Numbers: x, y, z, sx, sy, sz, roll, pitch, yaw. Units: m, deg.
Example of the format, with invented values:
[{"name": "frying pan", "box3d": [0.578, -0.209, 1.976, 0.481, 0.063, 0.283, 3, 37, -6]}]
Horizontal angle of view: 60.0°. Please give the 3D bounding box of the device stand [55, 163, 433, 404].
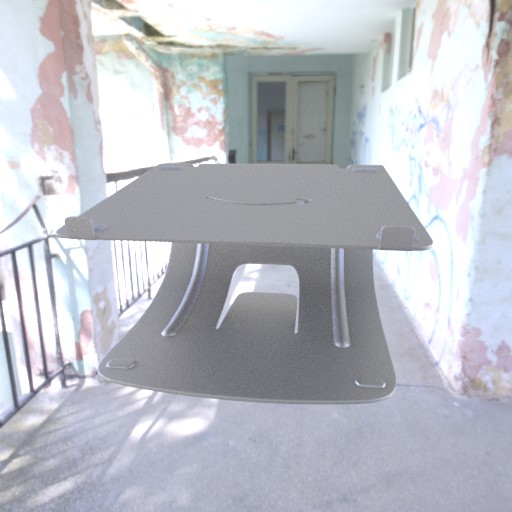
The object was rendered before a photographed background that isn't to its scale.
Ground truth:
[{"name": "device stand", "box3d": [0.000, 0.000, 0.409, 0.256, 0.155, 0.236, 2, 16, 8]}]
